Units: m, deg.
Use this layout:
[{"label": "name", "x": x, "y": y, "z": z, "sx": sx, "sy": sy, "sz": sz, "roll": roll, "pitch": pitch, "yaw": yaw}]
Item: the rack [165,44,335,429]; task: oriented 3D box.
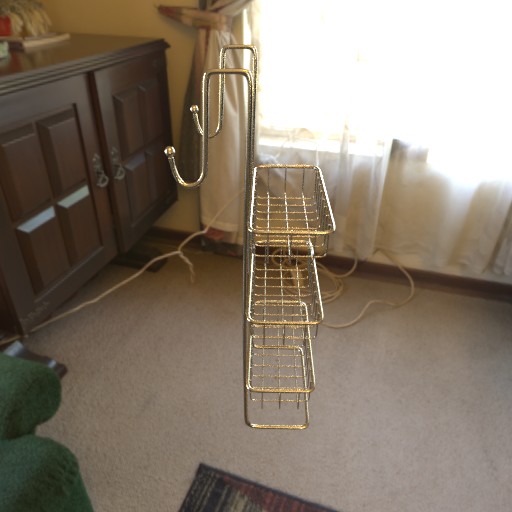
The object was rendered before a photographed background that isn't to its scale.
[{"label": "rack", "x": 0.000, "y": 0.000, "z": 0.688, "sx": 0.202, "sy": 0.574, "sz": 0.228, "roll": 1, "pitch": 32, "yaw": 1}]
